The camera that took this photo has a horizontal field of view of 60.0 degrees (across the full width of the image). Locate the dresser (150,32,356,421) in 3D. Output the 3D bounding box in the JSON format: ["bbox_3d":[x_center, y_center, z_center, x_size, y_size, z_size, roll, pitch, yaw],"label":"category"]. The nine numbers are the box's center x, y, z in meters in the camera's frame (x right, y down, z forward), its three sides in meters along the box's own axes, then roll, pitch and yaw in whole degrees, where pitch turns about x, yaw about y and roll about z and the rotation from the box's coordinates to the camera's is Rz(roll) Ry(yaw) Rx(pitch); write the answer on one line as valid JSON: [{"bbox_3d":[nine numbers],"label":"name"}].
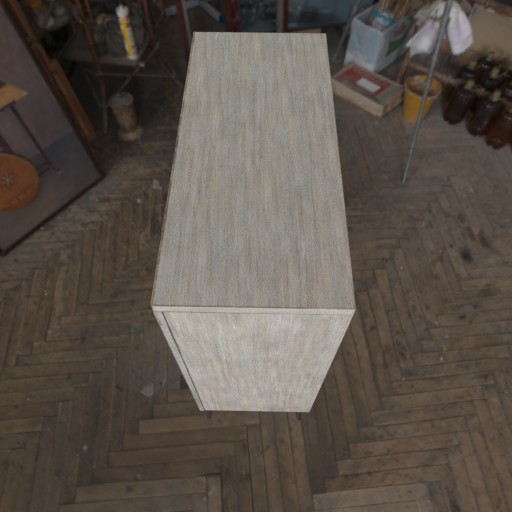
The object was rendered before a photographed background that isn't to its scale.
[{"bbox_3d":[0.000,0.000,1.744,0.457,1.219,1.016,1,58,1],"label":"dresser"}]
